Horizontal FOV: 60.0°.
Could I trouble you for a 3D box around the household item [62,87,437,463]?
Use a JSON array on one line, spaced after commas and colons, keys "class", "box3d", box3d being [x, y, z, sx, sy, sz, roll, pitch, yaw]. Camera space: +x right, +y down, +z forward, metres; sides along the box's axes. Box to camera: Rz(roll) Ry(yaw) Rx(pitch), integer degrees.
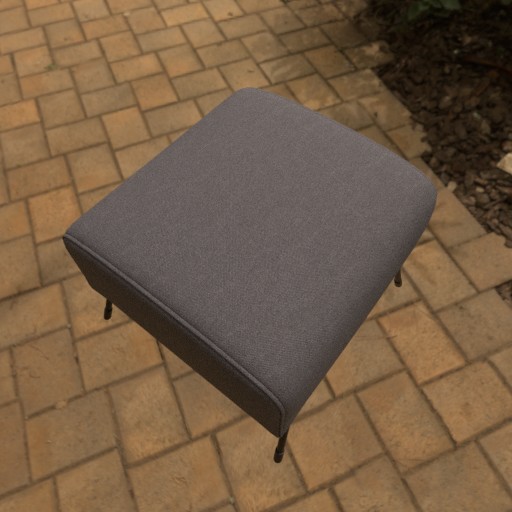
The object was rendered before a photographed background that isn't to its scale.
[{"class": "household item", "box3d": [0.000, 0.000, 0.921, 0.530, 0.410, 0.530, 33, 64, 19]}]
